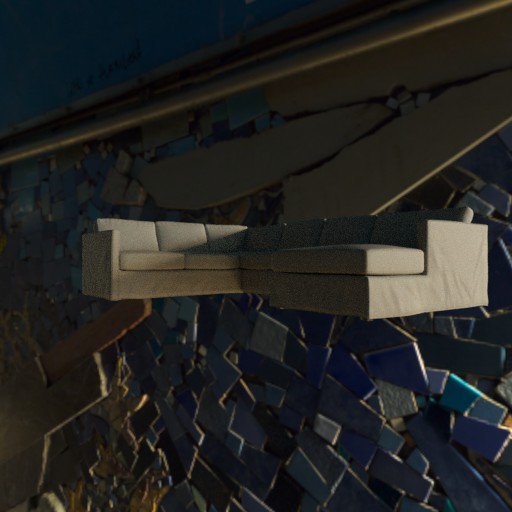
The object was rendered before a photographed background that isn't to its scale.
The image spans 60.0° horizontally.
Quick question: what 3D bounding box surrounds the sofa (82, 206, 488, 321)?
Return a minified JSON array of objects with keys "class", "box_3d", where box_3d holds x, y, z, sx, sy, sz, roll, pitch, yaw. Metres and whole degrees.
[{"class":"sofa","box_3d":[0.000,0.000,4.423,2.427,0.882,3.460,0,-1,-37]}]
